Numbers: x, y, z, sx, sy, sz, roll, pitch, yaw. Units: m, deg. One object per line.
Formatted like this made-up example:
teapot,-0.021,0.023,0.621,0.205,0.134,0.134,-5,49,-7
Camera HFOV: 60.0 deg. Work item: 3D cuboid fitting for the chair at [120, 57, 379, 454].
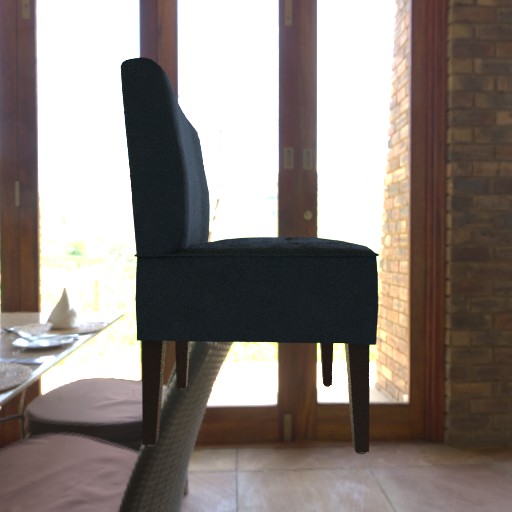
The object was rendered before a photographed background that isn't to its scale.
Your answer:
chair,0.000,0.000,1.130,0.551,0.806,0.521,0,1,0
